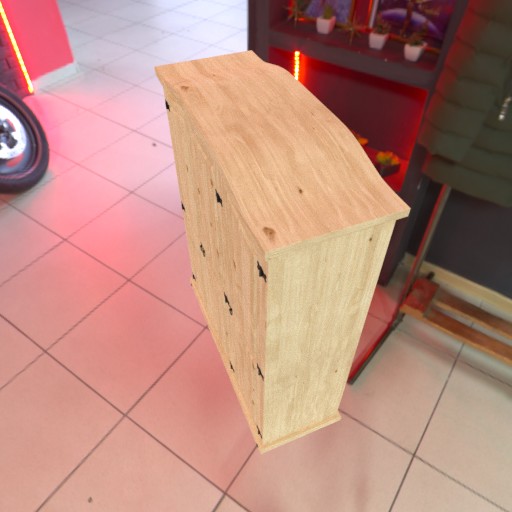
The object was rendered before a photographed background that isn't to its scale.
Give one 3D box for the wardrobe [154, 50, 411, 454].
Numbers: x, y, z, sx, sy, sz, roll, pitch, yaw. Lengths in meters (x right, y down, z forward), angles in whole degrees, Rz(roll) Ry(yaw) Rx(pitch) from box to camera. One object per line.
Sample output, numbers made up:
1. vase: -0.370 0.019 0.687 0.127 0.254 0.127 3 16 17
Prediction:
1. wardrobe: 0.000 0.000 2.603 0.570 1.870 1.500 -17 49 -15
